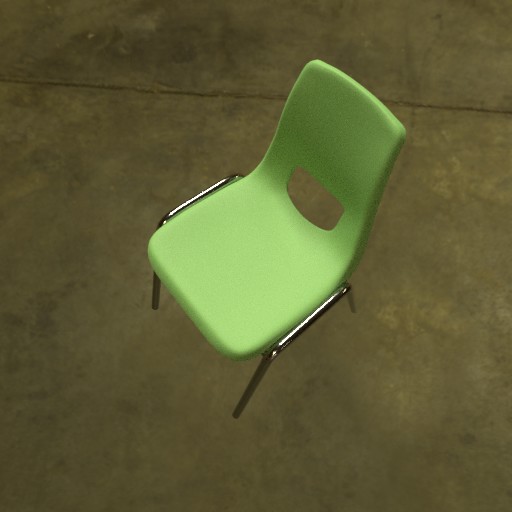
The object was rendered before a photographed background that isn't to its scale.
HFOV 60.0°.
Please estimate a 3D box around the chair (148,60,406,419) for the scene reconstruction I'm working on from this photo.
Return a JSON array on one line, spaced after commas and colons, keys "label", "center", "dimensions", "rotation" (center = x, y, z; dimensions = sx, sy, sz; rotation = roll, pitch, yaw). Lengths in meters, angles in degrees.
[{"label": "chair", "center": [0.000, 0.000, 0.922], "dimensions": [0.436, 0.653, 0.381], "rotation": [-36, 68, -17]}]
